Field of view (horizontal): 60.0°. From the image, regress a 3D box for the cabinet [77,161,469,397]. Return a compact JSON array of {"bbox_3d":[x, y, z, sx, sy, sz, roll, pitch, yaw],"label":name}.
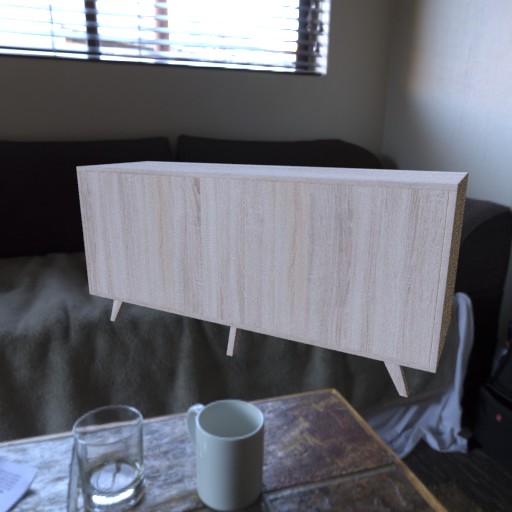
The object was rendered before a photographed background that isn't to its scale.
[{"bbox_3d":[0.000,0.000,2.026,1.650,0.780,0.500,8,17,27],"label":"cabinet"}]
